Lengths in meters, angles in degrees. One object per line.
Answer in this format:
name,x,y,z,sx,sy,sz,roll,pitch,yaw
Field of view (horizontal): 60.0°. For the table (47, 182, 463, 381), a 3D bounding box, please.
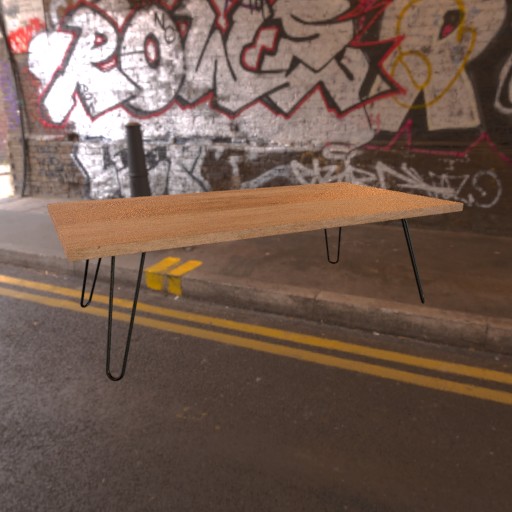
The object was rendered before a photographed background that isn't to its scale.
table,0.000,0.000,1.672,1.348,0.400,0.699,-9,19,-27
